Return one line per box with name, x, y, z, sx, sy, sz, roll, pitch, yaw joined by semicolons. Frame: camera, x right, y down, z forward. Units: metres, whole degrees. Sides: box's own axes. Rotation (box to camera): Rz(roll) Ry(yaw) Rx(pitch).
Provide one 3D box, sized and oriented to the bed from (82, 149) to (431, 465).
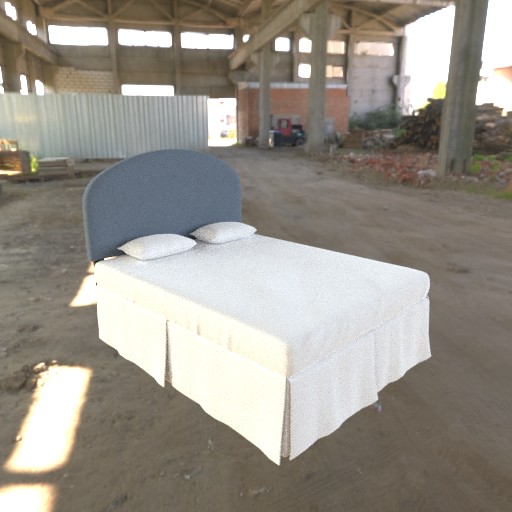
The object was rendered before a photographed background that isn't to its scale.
bed;0.000;0.000;3.110;2.005;1.410;1.607;15;22;42
